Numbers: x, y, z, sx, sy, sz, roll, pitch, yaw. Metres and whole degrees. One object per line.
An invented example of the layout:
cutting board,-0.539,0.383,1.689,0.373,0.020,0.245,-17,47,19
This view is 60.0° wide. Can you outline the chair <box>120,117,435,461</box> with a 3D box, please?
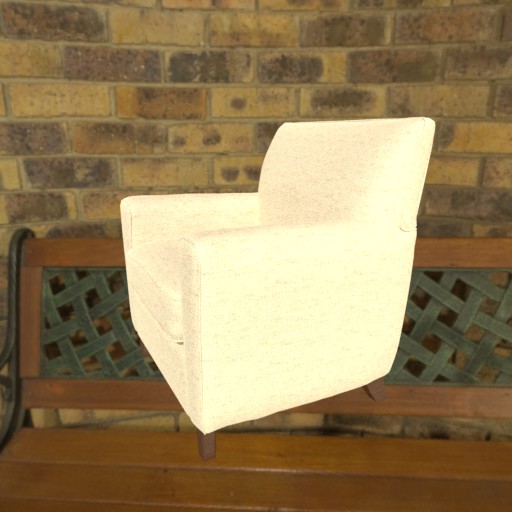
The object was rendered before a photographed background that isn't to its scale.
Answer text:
chair,0.000,0.000,1.592,0.823,0.943,0.870,-8,17,-27
